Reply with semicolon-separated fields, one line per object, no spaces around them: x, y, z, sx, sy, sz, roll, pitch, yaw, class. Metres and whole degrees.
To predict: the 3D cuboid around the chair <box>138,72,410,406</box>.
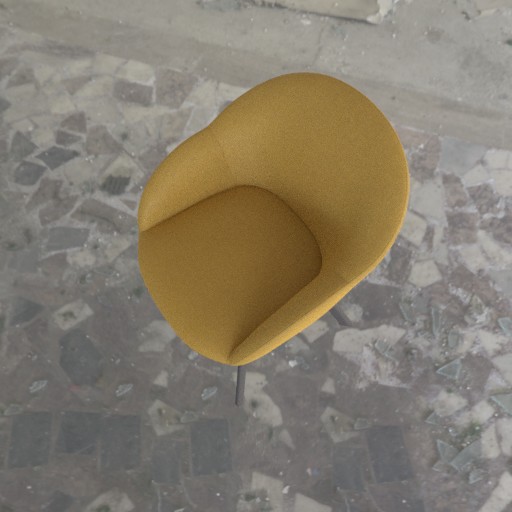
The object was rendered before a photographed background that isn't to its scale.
0.000;0.000;1.203;0.583;0.793;0.551;-32;66;-16;chair
